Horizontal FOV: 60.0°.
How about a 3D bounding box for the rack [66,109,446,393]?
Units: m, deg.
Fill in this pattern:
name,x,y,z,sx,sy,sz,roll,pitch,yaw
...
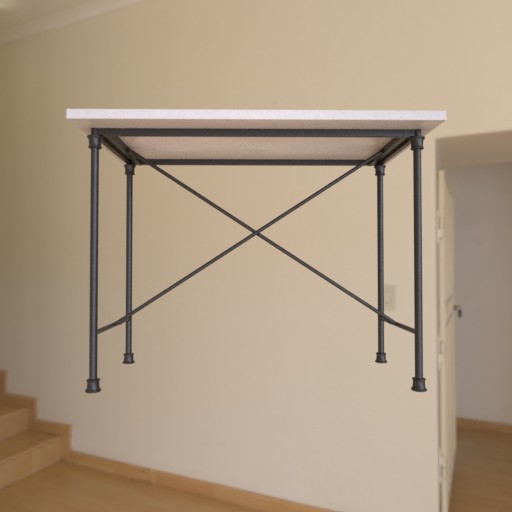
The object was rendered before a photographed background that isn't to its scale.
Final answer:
name,x,y,z,sx,sy,sz,roll,pitch,yaw
rack,0.000,0.000,1.646,1.159,0.880,0.613,0,-1,-1
